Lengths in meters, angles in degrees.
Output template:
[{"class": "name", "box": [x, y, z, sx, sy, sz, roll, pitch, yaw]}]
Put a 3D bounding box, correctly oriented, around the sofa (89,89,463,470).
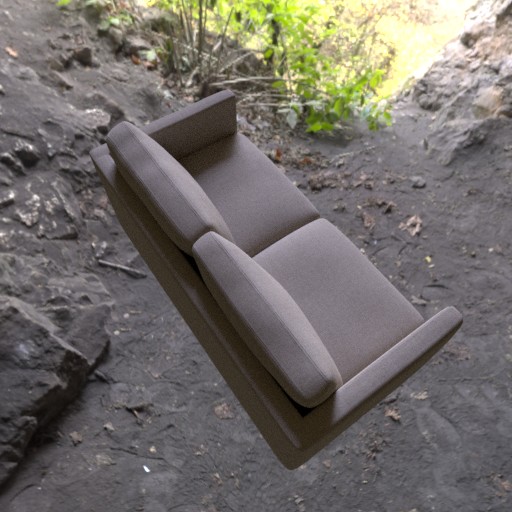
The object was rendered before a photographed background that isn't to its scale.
[{"class": "sofa", "box": [0.000, 0.000, 2.392, 0.951, 0.947, 1.884, -31, 63, -18]}]
